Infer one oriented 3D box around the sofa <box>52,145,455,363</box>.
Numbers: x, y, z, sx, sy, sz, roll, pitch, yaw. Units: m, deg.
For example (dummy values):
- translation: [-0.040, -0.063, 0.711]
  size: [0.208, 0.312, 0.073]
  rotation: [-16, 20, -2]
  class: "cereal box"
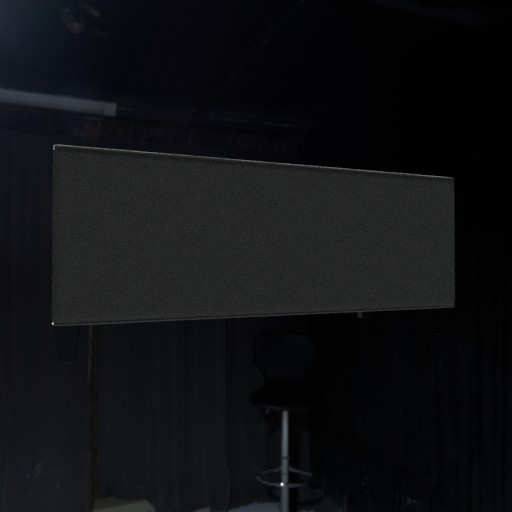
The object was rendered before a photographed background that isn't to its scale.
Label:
- translation: [0.000, 0.000, 2.186]
  size: [1.778, 0.762, 0.775]
  rotation: [0, -1, -20]
  class: "sofa"
